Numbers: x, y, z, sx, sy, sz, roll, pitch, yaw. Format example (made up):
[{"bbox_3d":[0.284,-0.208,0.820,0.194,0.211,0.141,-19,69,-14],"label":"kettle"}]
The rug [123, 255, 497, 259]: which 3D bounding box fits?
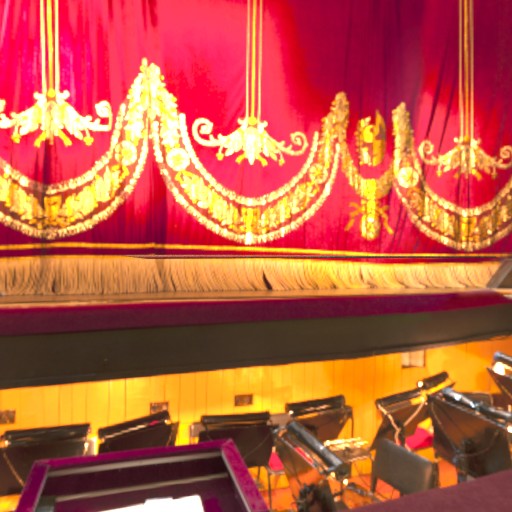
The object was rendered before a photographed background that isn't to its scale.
[{"bbox_3d":[0.000,0.000,3.628,2.007,0.013,2.896,0,0,-19],"label":"rug"}]
